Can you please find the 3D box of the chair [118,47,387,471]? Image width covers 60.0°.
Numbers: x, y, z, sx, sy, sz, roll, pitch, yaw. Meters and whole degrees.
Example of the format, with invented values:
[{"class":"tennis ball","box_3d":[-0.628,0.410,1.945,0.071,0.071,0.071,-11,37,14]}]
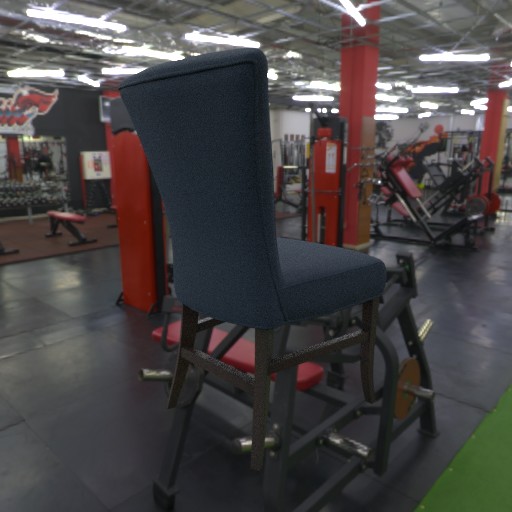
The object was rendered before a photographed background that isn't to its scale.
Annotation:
[{"class":"chair","box_3d":[0.000,0.000,1.298,0.660,0.991,0.520,-12,18,-43]}]
